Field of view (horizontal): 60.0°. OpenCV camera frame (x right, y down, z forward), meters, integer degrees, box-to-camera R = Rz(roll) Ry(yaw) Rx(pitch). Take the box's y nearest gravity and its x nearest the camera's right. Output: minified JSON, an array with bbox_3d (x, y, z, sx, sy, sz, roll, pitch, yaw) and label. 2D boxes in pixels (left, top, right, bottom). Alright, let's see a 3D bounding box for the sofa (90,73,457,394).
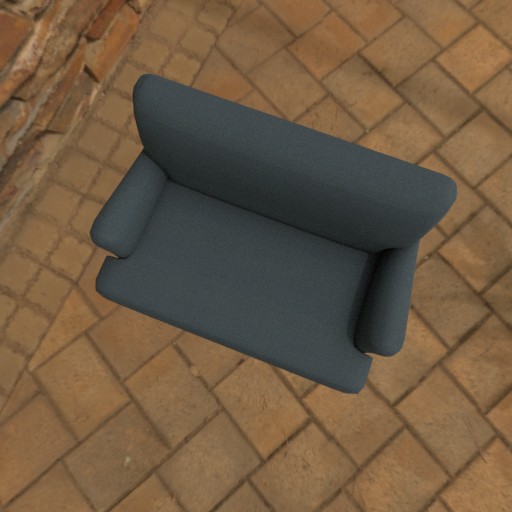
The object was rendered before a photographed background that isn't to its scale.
[{"bbox_3d":[0.000,0.000,1.850,1.297,0.889,0.779,21,77,5],"label":"sofa"}]
